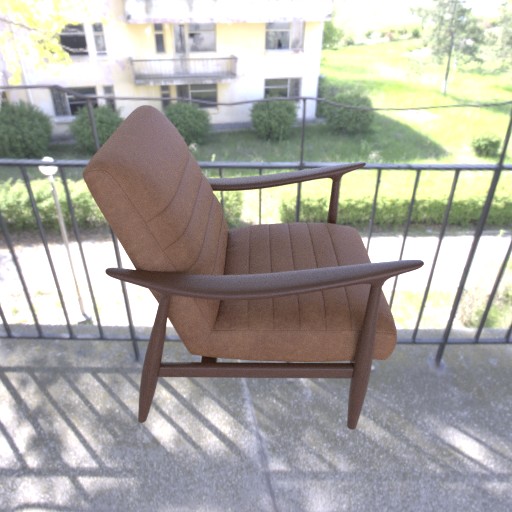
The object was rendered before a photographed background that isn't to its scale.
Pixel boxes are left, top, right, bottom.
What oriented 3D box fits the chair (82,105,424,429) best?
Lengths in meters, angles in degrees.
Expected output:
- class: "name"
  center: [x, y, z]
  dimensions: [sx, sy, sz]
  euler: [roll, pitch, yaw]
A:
- class: "chair"
  center: [0.000, 0.000, 1.428]
  dimensions: [0.798, 0.832, 0.741]
  euler: [0, 32, 0]
